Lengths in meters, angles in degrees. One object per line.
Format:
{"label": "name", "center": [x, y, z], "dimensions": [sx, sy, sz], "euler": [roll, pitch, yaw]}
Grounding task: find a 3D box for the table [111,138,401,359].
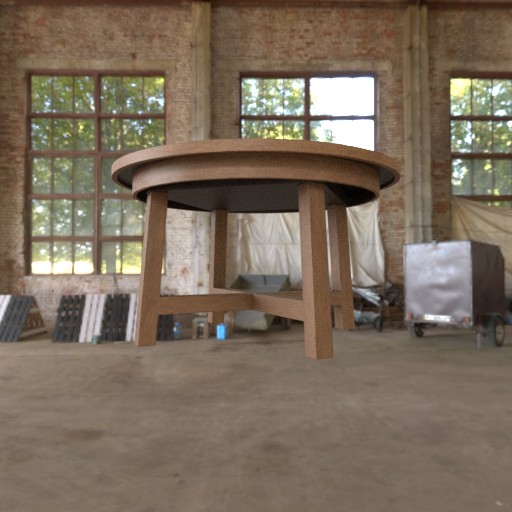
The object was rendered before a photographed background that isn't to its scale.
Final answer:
{"label": "table", "center": [0.000, 0.000, 2.123], "dimensions": [1.319, 0.762, 1.319], "euler": [0, -1, 0]}
